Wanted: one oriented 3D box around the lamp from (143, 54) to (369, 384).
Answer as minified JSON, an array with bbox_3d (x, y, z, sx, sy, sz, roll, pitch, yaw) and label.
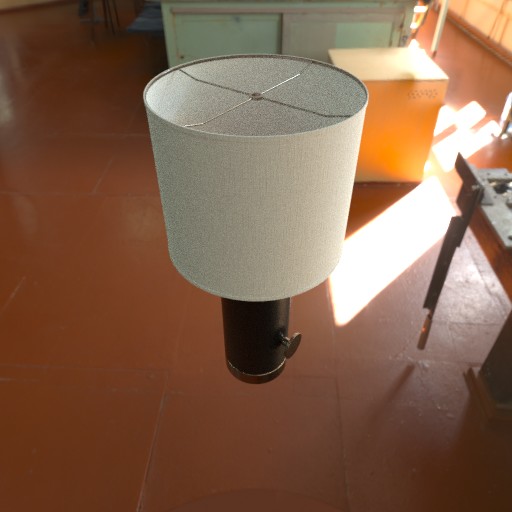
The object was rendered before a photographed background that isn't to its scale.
[{"bbox_3d":[0.000,0.000,0.638,0.240,0.482,0.241,26,47,27],"label":"lamp"}]
